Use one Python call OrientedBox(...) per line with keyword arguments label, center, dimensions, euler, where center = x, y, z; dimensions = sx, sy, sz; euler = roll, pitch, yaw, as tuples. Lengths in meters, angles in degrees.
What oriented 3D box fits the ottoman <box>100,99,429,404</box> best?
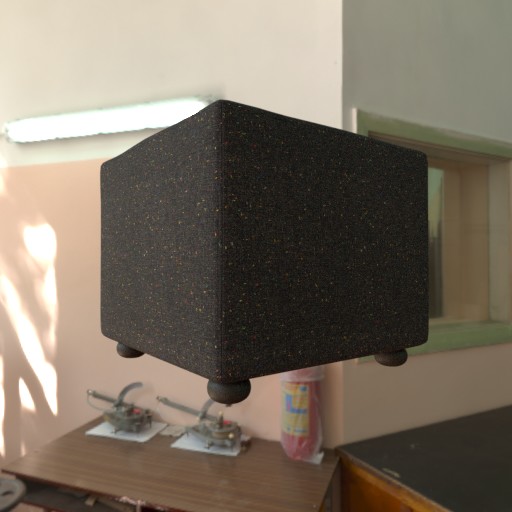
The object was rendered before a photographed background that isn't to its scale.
OrientedBox(label="ottoman", center=(0.000, 0.000, 0.920), dimensions=(0.508, 0.432, 0.508), euler=(1, -1, -37))
